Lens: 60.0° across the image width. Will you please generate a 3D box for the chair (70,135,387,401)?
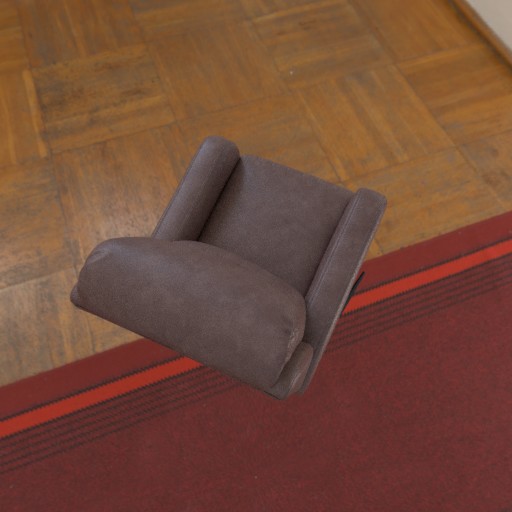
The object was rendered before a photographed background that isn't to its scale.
[{"bbox_3d":[0.000,0.000,1.762,0.865,1.067,1.067,22,66,11],"label":"chair"}]
